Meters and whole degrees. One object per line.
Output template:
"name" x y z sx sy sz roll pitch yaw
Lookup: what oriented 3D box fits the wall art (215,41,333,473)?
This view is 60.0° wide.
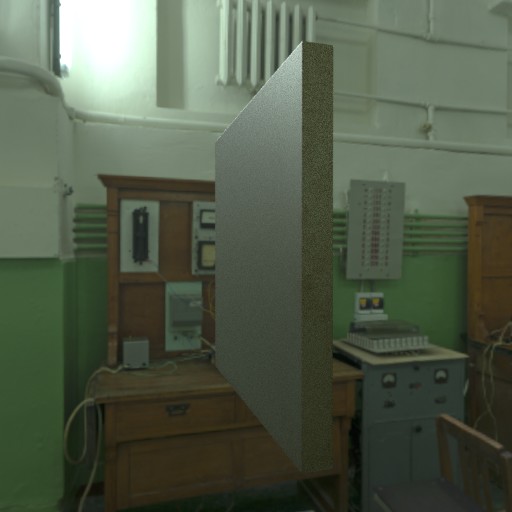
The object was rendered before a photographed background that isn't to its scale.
"wall art" 0.000 0.000 0.764 0.040 0.506 0.503 0 1 -17
